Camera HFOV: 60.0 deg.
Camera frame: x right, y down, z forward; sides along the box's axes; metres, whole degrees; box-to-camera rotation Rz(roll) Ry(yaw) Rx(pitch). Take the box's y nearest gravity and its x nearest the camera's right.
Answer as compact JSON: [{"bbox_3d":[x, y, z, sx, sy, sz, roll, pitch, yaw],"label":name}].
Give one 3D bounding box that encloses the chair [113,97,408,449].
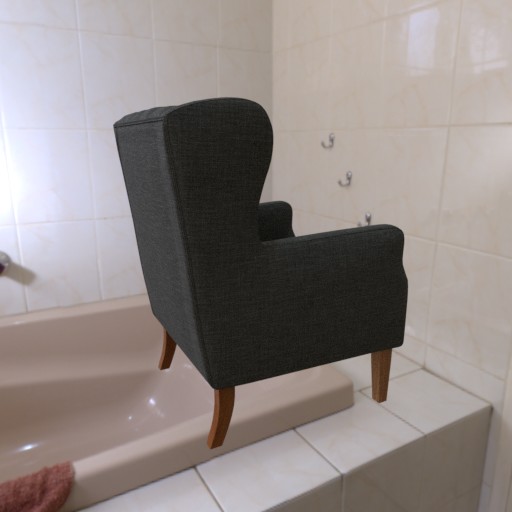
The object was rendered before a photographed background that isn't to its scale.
[{"bbox_3d":[0.000,0.000,1.507,0.775,0.953,0.711,-7,16,-27],"label":"chair"}]
